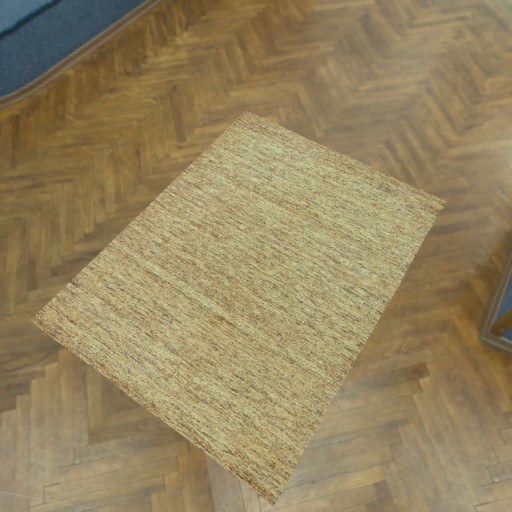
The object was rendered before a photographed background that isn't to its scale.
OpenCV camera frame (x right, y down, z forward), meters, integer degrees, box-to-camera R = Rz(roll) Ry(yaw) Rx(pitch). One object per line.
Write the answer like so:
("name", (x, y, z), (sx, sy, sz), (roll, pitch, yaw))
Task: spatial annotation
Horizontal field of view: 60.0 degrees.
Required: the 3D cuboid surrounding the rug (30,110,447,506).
("rug", (0.000, 0.000, 4.077), (2.438, 0.012, 3.200), (30, 62, 17))
